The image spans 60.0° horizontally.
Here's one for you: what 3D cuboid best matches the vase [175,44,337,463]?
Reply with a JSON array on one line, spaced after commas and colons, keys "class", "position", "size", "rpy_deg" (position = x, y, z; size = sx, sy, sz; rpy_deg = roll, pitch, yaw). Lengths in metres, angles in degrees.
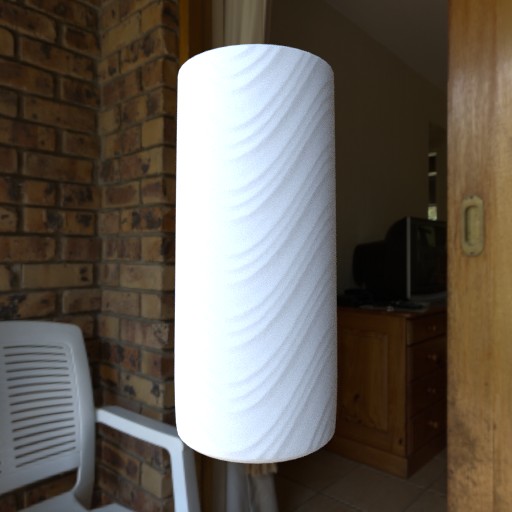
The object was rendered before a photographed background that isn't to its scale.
[{"class": "vase", "position": [0.000, 0.000, 0.397], "size": [0.143, 0.316, 0.143], "rpy_deg": [0, 0, 0]}]
